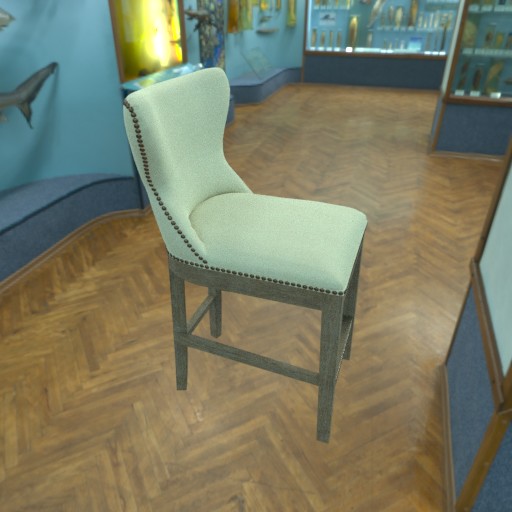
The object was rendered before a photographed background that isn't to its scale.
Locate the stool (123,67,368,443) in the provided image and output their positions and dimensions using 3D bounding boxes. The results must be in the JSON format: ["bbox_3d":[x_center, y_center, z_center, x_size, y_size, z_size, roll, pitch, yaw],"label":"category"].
[{"bbox_3d":[0.000,0.000,1.337,0.608,0.981,0.498,10,33,17],"label":"stool"}]
